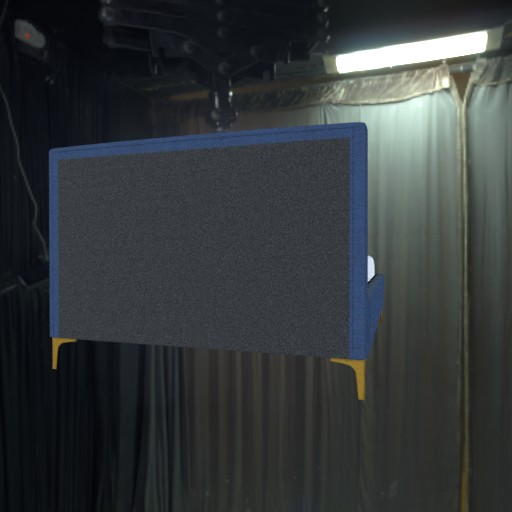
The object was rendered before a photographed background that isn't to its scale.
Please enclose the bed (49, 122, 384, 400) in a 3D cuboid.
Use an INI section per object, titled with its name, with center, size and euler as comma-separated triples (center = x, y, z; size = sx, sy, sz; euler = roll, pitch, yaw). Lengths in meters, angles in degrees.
[bed]
center = 0.000, 0.000, 3.204
size = 1.723, 1.231, 2.172
euler = 0, 1, 18
